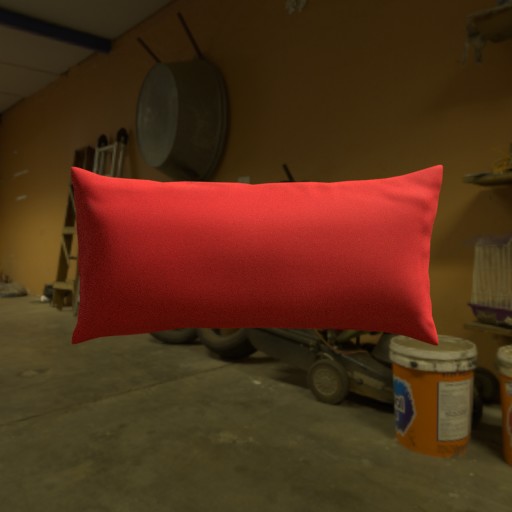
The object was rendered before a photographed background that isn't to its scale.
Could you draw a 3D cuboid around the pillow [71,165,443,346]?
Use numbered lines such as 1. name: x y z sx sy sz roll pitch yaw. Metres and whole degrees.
1. pillow: 0.000 0.000 0.730 0.608 0.297 0.151 0 2 0
